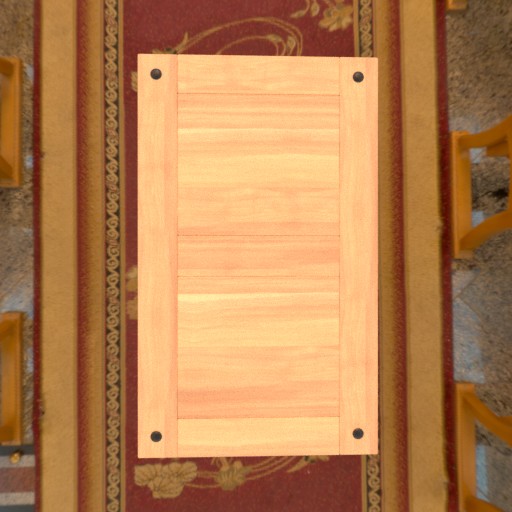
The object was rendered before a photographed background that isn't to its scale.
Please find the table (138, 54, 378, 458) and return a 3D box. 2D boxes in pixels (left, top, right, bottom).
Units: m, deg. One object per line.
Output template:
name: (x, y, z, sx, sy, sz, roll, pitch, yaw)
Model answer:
table: (0.000, 0.000, 1.319, 0.600, 0.437, 1.000, 0, 90, -2)
